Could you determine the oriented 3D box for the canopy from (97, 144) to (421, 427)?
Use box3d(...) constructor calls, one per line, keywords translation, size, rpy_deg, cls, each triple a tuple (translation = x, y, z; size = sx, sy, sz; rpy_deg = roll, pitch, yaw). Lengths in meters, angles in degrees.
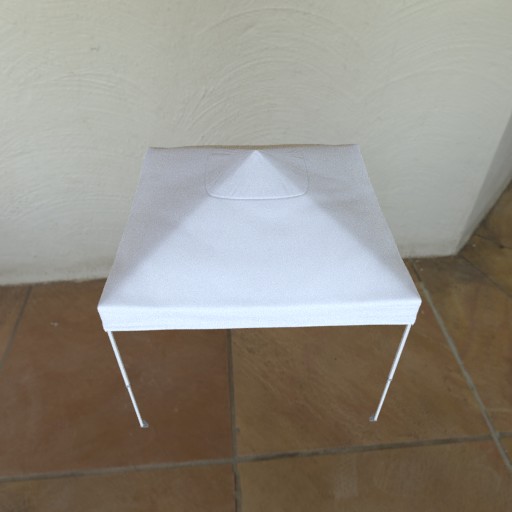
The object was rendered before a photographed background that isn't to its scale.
box3d(translation=(0.000, 0.000, 5.641), size=(2.998, 2.997, 2.996), rpy_deg=(-1, 42, -1), cls="canopy")
